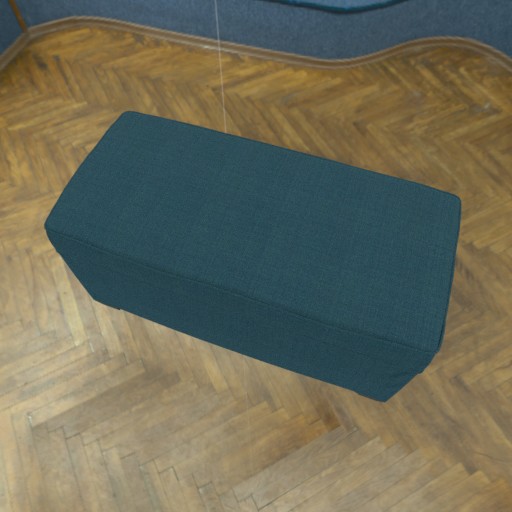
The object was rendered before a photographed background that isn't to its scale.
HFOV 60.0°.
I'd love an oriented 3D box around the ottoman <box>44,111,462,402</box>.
[{"bbox_3d":[0.000,0.000,1.245,0.943,0.474,0.474,17,61,10],"label":"ottoman"}]
